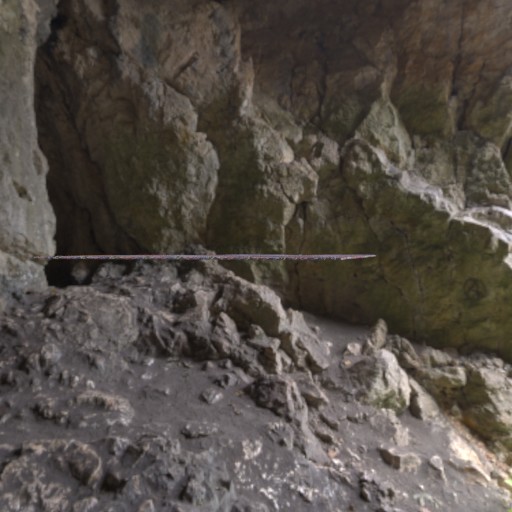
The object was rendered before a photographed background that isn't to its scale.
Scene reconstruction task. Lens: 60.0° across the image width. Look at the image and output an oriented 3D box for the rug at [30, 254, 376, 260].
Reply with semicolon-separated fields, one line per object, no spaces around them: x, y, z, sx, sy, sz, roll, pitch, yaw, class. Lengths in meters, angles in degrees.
0.000;0.000;2.242;1.084;0.013;1.849;0;0;18;rug
